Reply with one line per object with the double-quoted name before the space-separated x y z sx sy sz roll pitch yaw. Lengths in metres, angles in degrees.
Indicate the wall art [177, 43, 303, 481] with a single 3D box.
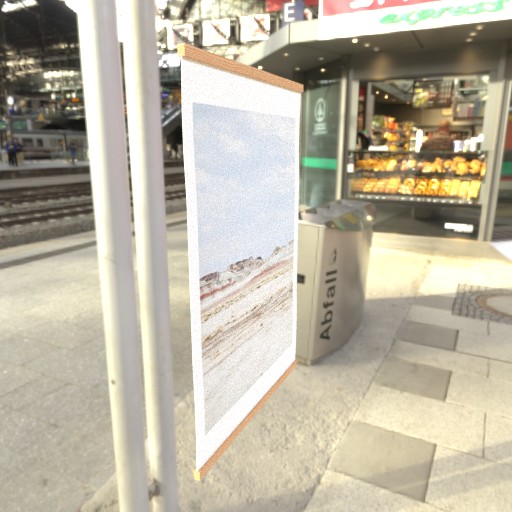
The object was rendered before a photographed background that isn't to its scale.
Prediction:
"wall art" 0.000 0.000 1.937 0.025 1.521 1.011 7 15 25
